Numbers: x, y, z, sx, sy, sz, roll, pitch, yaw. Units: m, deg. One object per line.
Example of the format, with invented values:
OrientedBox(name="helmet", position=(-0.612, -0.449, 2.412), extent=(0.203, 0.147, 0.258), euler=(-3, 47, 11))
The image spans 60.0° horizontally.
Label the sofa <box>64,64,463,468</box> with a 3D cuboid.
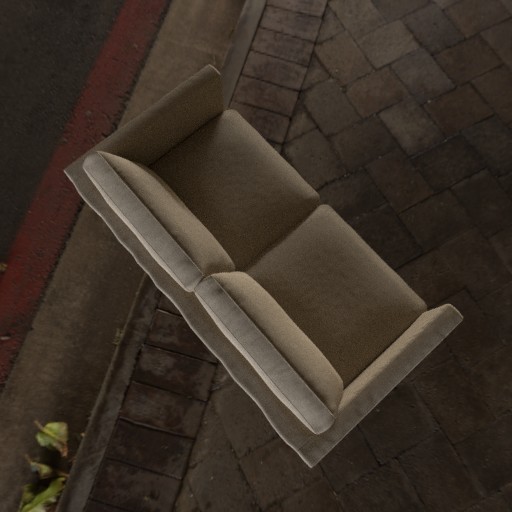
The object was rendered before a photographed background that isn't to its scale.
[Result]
OrientedBox(name="sofa", position=(0.000, 0.000, 2.284), extent=(0.956, 0.828, 1.766), euler=(-40, 78, -10))
